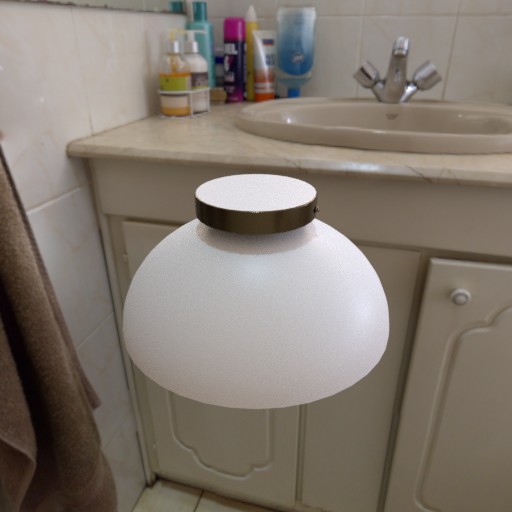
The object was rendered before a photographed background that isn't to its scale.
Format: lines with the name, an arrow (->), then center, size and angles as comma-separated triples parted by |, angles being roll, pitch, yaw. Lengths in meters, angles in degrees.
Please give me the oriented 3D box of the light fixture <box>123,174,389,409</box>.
light fixture -> 0.000, 0.000, 0.575 | 0.355, 0.177, 0.355 | 0, 26, 0
